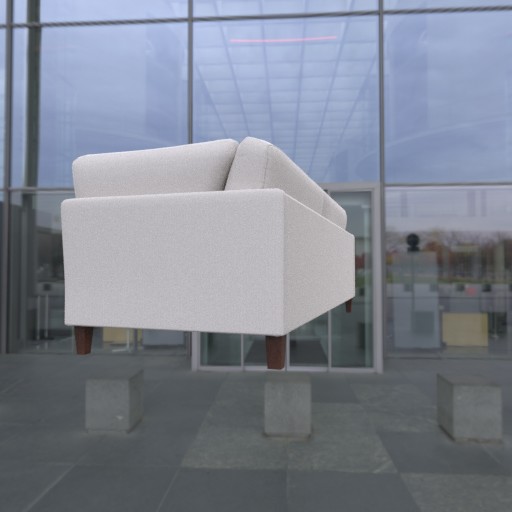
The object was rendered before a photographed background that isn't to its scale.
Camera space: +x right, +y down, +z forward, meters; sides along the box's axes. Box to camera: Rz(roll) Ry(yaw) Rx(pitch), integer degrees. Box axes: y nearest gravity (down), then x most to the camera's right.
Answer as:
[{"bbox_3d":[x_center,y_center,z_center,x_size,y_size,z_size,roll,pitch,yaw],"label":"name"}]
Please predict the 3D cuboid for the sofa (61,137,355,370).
[{"bbox_3d":[0.000,0.000,2.724,0.957,0.863,2.301,-1,-2,19],"label":"sofa"}]
